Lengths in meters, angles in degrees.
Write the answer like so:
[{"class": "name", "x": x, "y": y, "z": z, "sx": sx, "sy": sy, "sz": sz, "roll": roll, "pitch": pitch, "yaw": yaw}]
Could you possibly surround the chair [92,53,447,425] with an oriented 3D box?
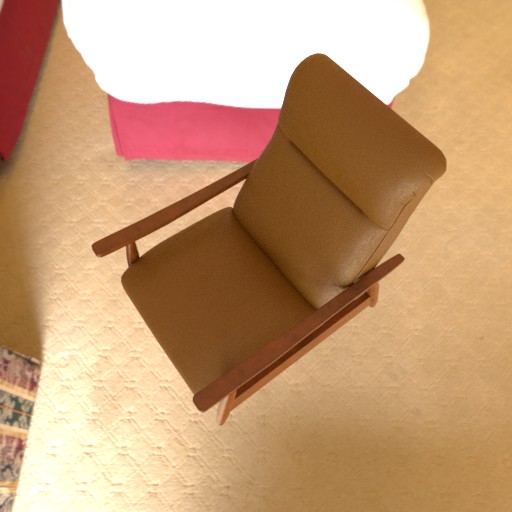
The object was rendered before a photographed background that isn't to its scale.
[{"class": "chair", "x": 0.000, "y": 0.000, "z": 1.763, "sx": 1.014, "sy": 1.082, "sz": 0.762, "roll": -34, "pitch": 68, "yaw": -16}]
